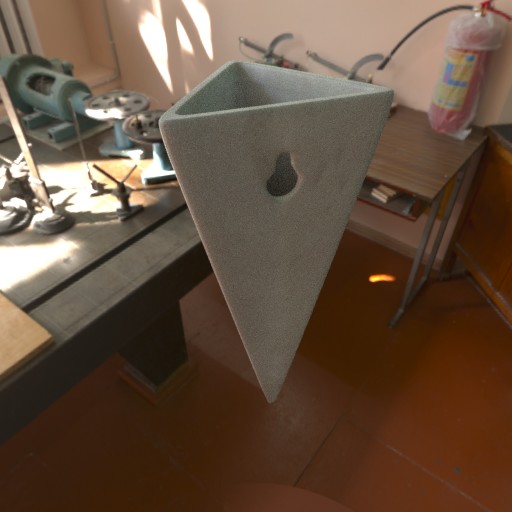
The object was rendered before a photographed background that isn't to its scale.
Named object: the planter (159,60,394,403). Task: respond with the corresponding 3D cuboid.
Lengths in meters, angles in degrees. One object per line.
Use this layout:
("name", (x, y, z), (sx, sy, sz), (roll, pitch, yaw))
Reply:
("planter", (0.000, 0.000, 0.278), (0.101, 0.224, 0.081), (-12, 43, -13))
